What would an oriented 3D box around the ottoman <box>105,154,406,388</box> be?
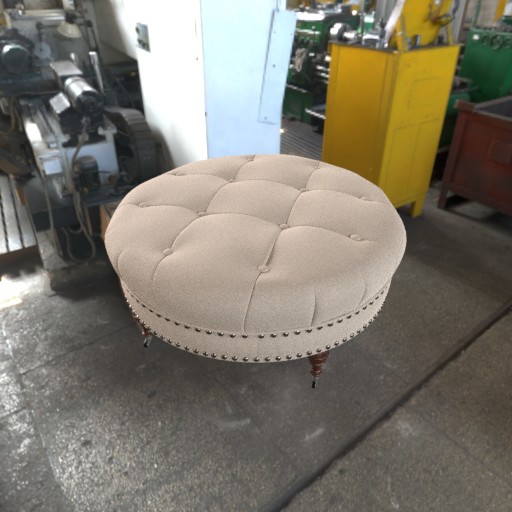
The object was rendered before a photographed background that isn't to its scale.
[{"bbox_3d":[0.000,0.000,1.437,0.901,0.439,0.901,0,33,0],"label":"ottoman"}]
